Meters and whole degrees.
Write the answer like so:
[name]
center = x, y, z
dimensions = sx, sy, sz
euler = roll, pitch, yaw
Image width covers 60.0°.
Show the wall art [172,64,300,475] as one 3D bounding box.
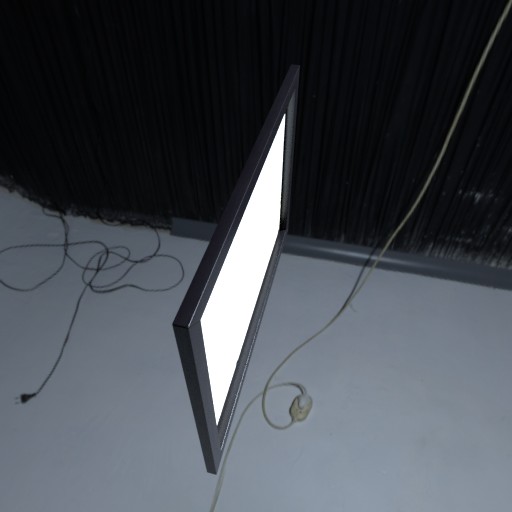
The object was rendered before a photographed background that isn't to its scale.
[wall art]
center = 0.000, 0.000, 0.567
dimensions = 0.013, 0.306, 0.440
euler = 10, 47, 10
